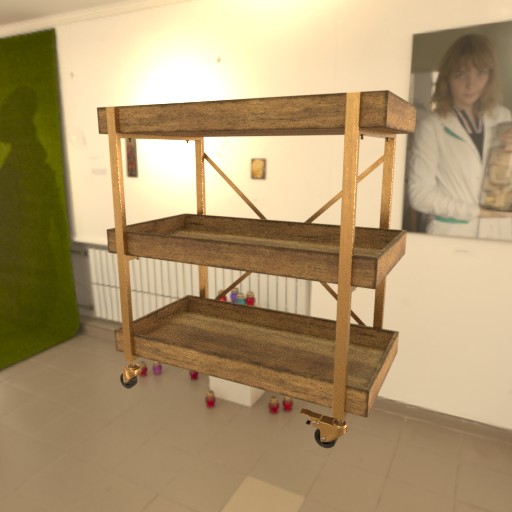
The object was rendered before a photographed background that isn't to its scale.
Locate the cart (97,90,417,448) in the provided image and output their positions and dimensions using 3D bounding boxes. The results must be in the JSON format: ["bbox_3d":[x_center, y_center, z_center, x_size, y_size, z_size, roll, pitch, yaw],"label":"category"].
[{"bbox_3d":[0.000,0.000,1.250,0.750,0.799,0.416,7,15,26],"label":"cart"}]
